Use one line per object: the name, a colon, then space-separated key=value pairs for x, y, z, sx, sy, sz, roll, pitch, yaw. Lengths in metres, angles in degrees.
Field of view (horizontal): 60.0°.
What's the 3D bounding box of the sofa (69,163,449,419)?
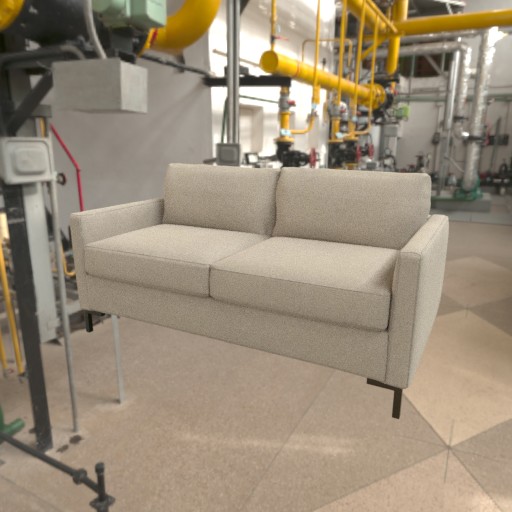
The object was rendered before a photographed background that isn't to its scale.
sofa: x=0.000 y=0.000 z=2.197 sx=1.682 sy=0.840 sz=0.875 roll=8 pitch=17 yaw=27
